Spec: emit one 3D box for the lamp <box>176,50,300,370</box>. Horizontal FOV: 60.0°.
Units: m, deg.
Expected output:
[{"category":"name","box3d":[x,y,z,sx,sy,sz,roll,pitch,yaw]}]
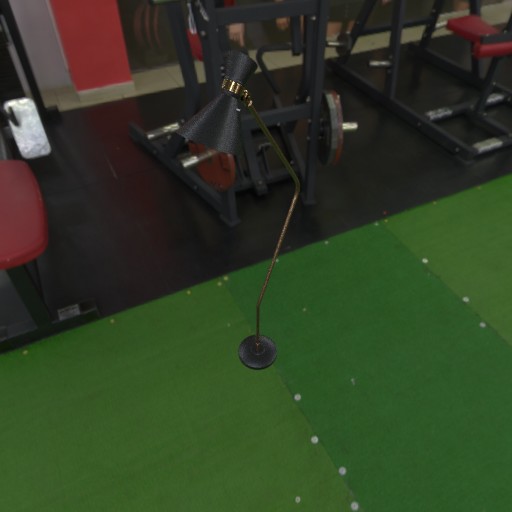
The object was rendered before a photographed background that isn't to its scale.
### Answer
[{"category":"lamp","box3d":[0.000,0.000,1.598,0.467,1.438,0.277,-18,48,-17]}]
